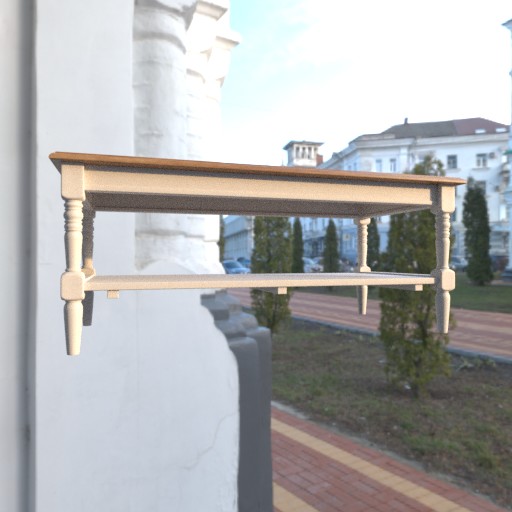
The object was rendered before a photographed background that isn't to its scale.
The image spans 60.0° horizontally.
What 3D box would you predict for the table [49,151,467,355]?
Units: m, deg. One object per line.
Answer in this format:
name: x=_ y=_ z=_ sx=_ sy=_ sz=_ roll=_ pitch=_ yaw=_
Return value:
table: x=0.000 y=0.000 z=1.396 sx=1.118 sy=0.458 sz=0.559 roll=0 pitch=0 yaw=-17
